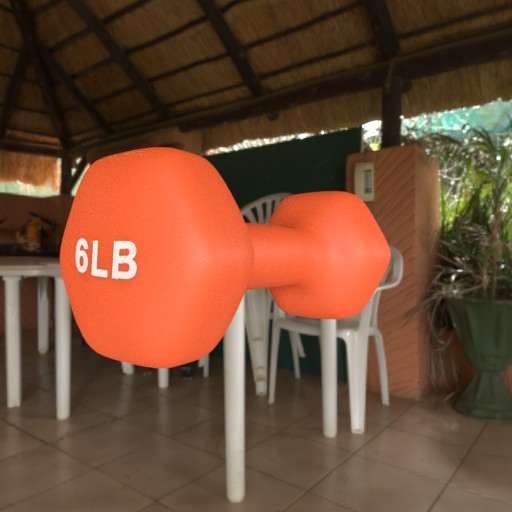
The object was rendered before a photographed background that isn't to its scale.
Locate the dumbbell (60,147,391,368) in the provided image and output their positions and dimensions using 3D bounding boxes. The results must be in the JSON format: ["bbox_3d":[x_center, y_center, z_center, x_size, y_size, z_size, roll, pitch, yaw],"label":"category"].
[{"bbox_3d":[0.000,0.000,0.204,0.079,0.071,0.162,0,1,37],"label":"dumbbell"}]
